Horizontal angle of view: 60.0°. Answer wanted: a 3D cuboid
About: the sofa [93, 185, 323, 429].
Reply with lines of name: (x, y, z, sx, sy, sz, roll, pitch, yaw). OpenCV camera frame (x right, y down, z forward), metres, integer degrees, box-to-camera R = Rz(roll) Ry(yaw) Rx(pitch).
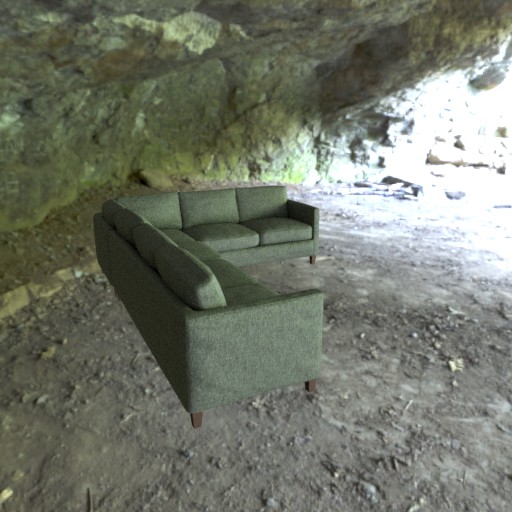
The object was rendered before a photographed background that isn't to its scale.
sofa: (0.000, 0.000, 4.354, 2.593, 0.947, 3.302, -8, 18, -26)
